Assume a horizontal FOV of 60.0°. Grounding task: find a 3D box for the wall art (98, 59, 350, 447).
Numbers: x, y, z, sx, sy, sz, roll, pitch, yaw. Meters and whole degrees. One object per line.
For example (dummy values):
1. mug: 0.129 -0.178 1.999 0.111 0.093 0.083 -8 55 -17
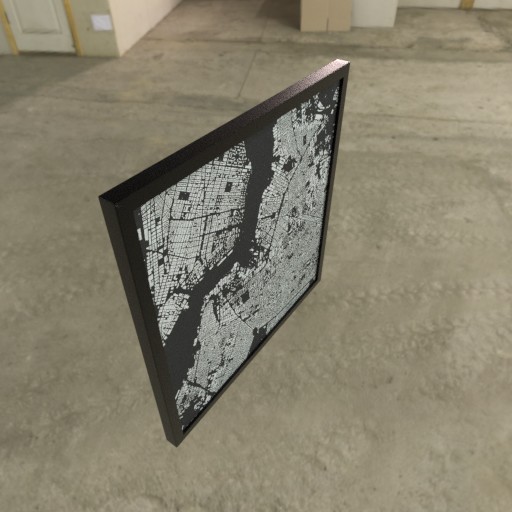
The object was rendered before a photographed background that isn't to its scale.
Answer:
1. wall art: 0.000 0.000 1.129 0.038 0.761 0.755 25 47 26
